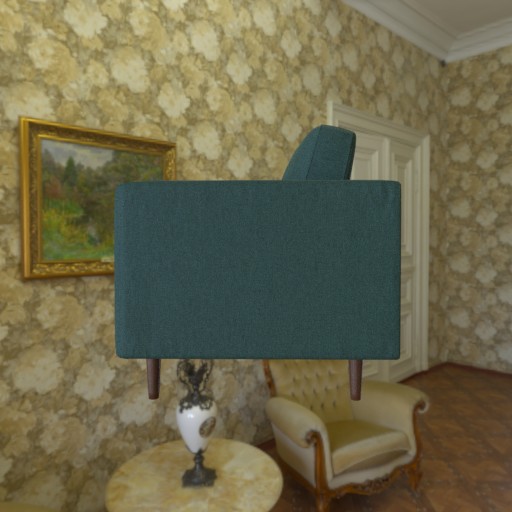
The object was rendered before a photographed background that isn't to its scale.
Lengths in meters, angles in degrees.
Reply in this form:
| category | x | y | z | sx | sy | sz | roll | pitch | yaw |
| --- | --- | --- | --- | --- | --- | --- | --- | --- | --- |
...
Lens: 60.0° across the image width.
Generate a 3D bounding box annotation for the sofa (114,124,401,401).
| category | x | y | z | sx | sy | sz | roll | pitch | yaw |
| --- | --- | --- | --- | --- | --- | --- | --- | --- | --- |
| sofa | 0.000 | 0.000 | 2.020 | 0.879 | 0.899 | 1.430 | 0 | 1 | 1 |
